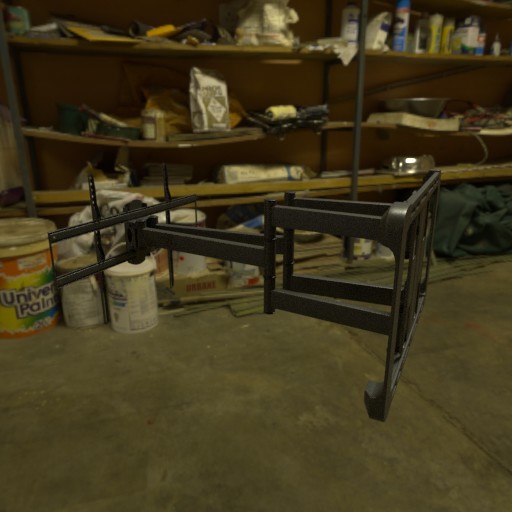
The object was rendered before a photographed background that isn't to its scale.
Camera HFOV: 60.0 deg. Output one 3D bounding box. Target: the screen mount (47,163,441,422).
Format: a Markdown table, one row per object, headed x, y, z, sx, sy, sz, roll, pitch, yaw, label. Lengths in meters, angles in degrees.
| x | y | z | sx | sy | sz | roll | pitch | yaw | label |
| --- | --- | --- | --- | --- | --- | --- | --- | --- | --- |
| 0.000 | 0.000 | 1.301 | 0.905 | 0.483 | 0.725 | 8 | 19 | 25 | screen mount |
